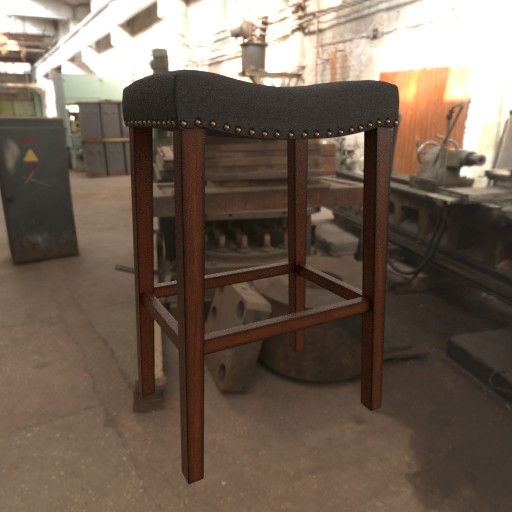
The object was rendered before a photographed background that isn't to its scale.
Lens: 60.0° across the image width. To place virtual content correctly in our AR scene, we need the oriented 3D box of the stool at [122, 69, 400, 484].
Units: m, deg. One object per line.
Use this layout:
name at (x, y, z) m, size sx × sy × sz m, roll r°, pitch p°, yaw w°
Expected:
stool at (0.000, 0.000, 1.018) m, size 0.502 × 0.760 × 0.366 m, roll -9°, pitch 19°, yaw -28°
